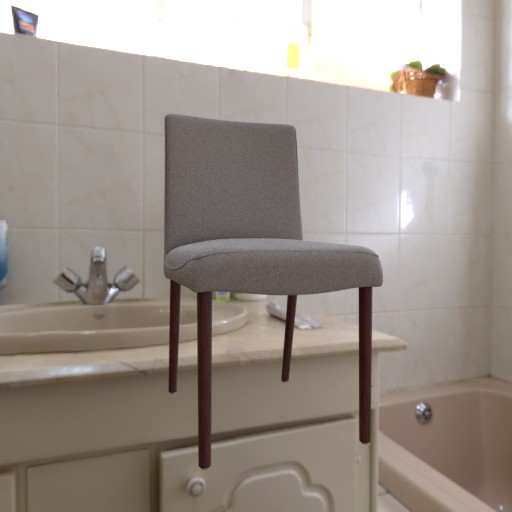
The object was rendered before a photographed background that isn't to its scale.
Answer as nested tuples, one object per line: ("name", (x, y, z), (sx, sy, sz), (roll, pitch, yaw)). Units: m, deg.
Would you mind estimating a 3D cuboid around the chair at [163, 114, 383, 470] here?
("chair", (0.000, 0.000, 1.181), (0.456, 0.859, 0.570), (0, 1, -18))
